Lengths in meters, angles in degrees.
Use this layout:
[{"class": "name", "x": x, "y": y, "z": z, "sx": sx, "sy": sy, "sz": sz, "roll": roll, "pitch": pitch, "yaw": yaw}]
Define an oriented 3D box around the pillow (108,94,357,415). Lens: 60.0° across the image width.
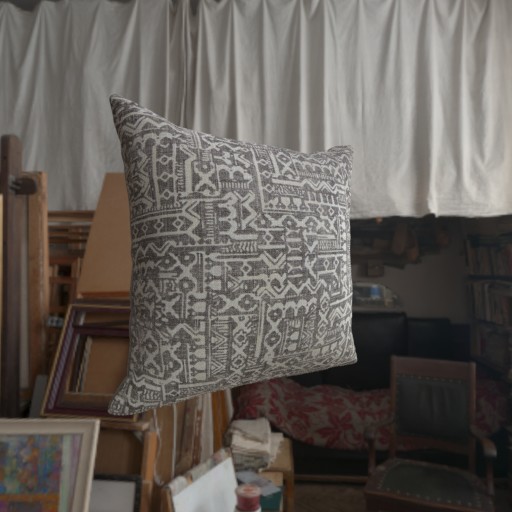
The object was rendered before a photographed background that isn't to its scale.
[{"class": "pillow", "x": 0.000, "y": 0.000, "z": 0.820, "sx": 0.546, "sy": 0.487, "sz": 0.180, "roll": 0, "pitch": 0, "yaw": -36}]
